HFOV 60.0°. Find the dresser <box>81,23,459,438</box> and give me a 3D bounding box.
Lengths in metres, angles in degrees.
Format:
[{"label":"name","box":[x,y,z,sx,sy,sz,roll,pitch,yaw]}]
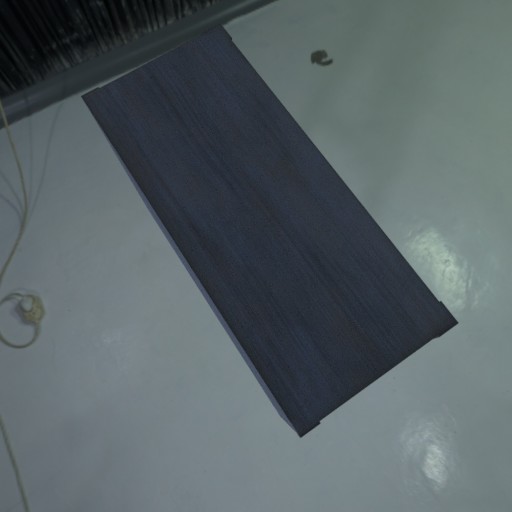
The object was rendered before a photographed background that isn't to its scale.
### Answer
[{"label":"dresser","box":[0.000,0.000,1.600,0.463,0.986,1.049,-32,76,-9]}]
